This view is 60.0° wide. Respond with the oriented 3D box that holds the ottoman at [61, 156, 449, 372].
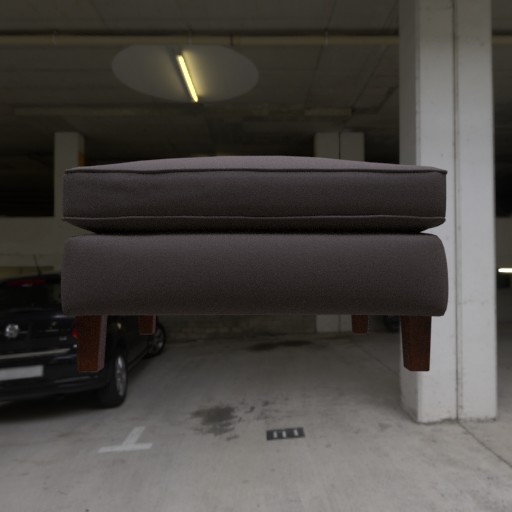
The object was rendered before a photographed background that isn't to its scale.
[{"bbox_3d":[0.000,0.000,0.984,0.686,0.406,0.508,0,-1,0],"label":"ottoman"}]
